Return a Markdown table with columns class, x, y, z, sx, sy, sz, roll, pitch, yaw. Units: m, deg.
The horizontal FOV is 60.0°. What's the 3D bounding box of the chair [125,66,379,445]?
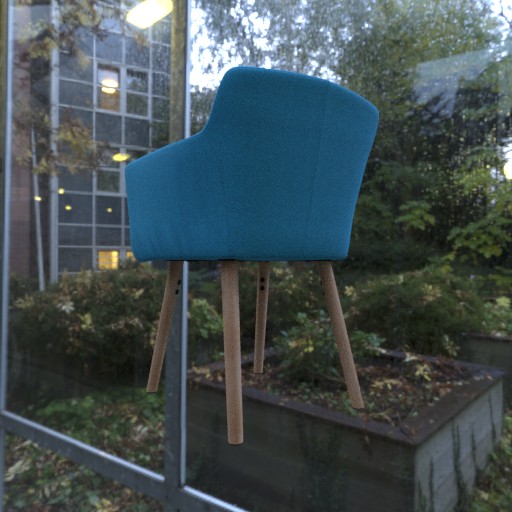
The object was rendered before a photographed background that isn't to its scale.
| class | x | y | z | sx | sy | sz | roll | pitch | yaw |
| --- | --- | --- | --- | --- | --- | --- | --- | --- | --- |
| chair | 0.000 | 0.000 | 1.182 | 0.570 | 0.780 | 0.540 | 1 | -1 | -36 |
